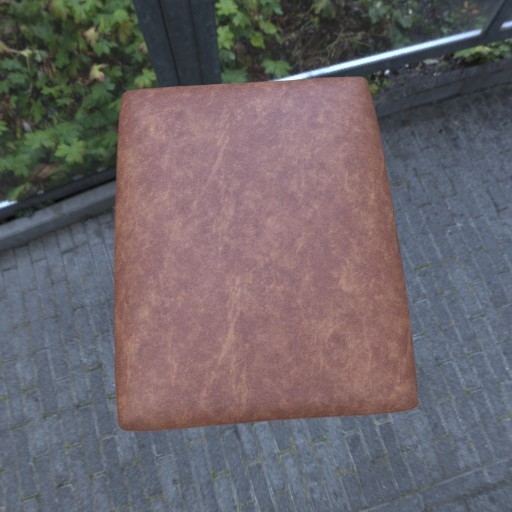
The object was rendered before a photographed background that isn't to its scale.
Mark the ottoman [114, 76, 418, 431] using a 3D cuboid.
[{"bbox_3d":[0.000,0.000,1.085,0.586,0.486,0.742,-4,75,-1],"label":"ottoman"}]
